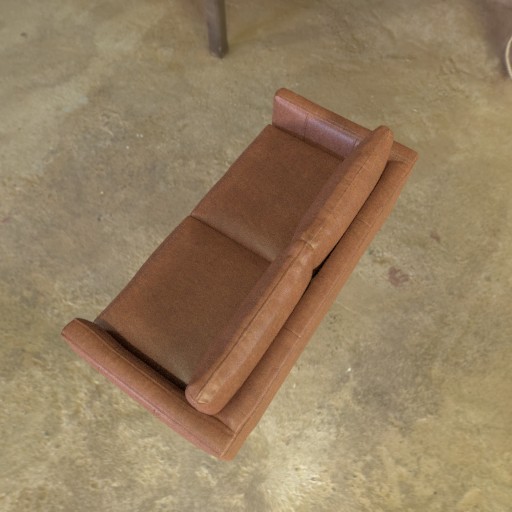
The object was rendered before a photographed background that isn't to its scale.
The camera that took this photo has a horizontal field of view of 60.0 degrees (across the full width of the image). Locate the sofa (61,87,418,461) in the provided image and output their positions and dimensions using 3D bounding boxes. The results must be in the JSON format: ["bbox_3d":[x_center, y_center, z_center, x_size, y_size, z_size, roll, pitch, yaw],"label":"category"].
[{"bbox_3d":[0.000,0.000,2.302,0.899,0.883,1.797,31,67,14],"label":"sofa"}]
